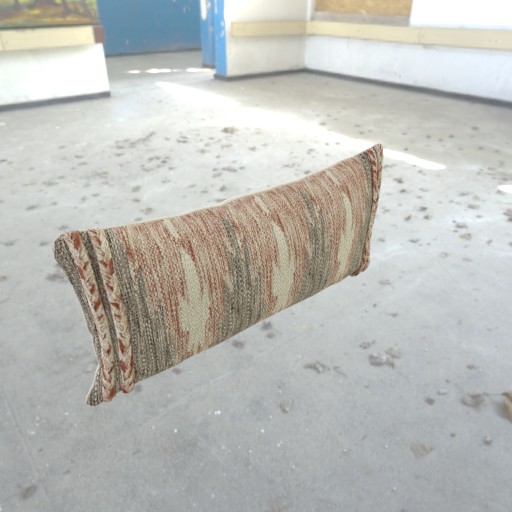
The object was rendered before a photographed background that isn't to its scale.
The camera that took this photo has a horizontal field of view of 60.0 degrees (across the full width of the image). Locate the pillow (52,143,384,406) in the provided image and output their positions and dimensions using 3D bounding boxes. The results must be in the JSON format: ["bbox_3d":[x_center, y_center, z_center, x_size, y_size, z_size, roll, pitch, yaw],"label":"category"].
[{"bbox_3d":[0.000,0.000,0.749,0.635,0.282,0.139,-22,37,-32],"label":"pillow"}]
